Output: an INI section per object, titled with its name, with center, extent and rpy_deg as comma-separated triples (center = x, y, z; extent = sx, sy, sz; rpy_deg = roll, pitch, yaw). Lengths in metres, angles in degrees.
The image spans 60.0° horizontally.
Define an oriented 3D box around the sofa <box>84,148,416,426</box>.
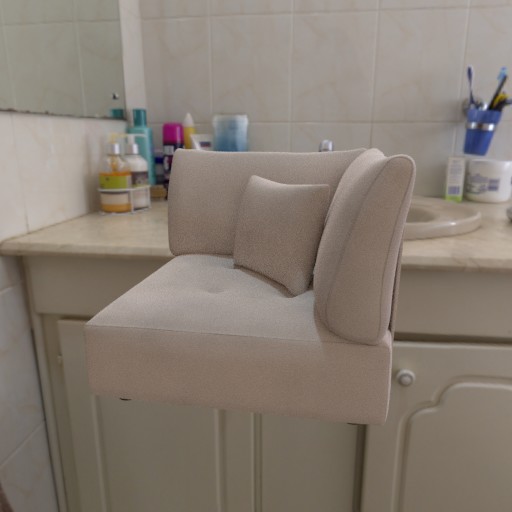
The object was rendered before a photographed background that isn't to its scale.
[sofa]
center = 0.000, 0.000, 1.753
extent = 1.000, 0.820, 1.000
rpy_deg = 3, 15, 10
